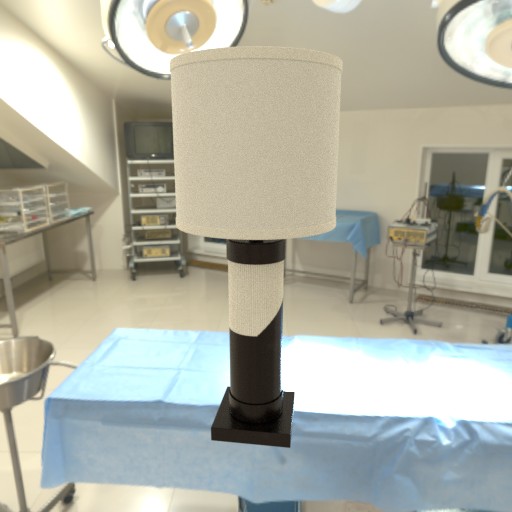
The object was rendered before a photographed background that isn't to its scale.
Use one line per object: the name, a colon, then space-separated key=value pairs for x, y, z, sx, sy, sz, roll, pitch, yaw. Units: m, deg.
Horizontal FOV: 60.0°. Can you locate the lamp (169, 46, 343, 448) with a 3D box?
lamp: x=0.000 y=0.000 z=0.604 sx=0.211 sy=0.509 sz=0.211 roll=2 pitch=14 yaw=8
